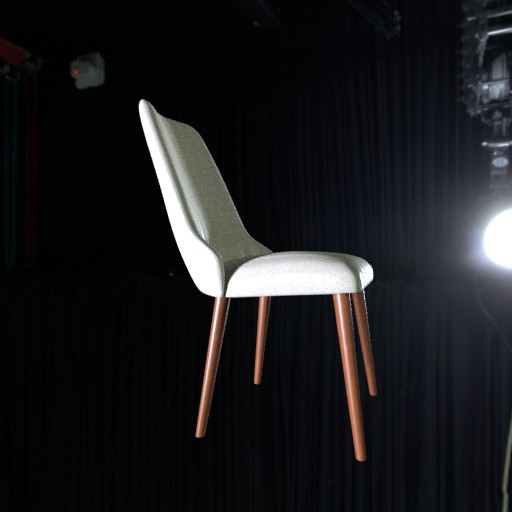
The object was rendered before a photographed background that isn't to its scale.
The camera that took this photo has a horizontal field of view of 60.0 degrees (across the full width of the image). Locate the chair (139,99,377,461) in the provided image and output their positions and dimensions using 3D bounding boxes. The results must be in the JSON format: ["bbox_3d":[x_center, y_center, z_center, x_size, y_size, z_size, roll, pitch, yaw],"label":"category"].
[{"bbox_3d":[0.000,0.000,1.335,0.684,0.917,0.526,0,1,18],"label":"chair"}]
